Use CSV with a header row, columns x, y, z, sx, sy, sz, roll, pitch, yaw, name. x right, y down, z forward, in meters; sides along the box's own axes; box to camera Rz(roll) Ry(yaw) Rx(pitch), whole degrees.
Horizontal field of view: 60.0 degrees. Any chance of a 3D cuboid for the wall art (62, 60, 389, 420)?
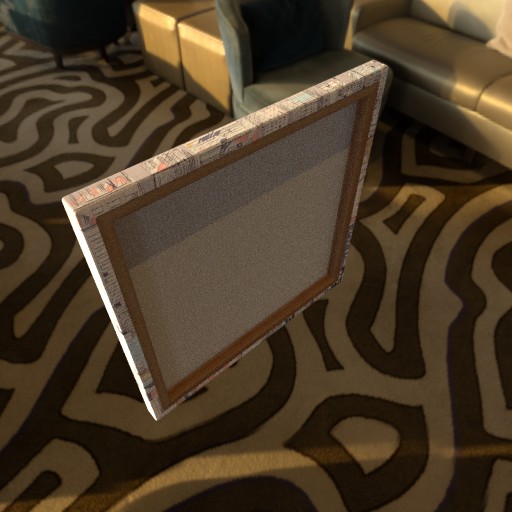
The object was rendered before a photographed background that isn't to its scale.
x,y,z,sx,sy,sz,roll,pitch,yaw,name
0.000,0.000,0.894,0.607,0.608,0.038,-32,55,-27,wall art
